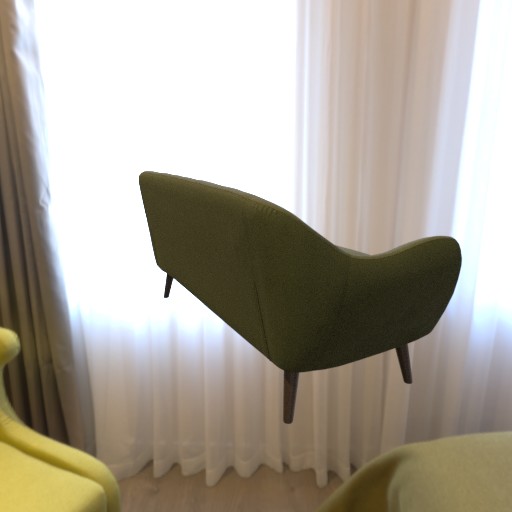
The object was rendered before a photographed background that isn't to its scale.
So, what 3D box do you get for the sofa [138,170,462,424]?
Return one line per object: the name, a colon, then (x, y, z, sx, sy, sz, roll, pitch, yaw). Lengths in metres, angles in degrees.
sofa: (0.000, 0.000, 2.276, 0.820, 0.836, 1.840, -8, 16, -27)
